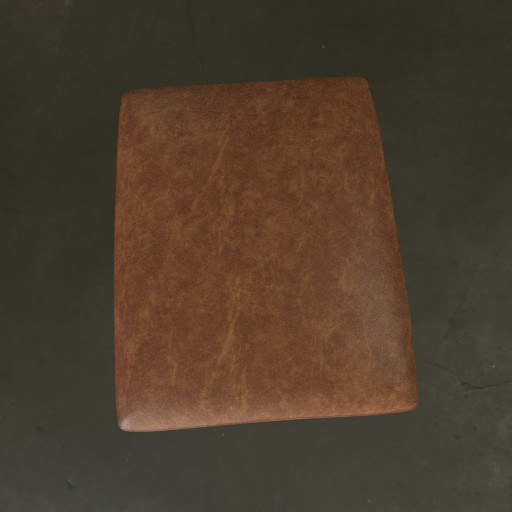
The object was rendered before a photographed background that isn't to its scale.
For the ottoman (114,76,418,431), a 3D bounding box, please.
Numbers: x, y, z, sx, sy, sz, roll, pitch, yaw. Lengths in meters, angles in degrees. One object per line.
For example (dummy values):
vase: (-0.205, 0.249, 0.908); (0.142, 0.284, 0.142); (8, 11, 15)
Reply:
ottoman: (0.000, 0.000, 1.085); (0.586, 0.486, 0.742); (-4, 75, -1)
